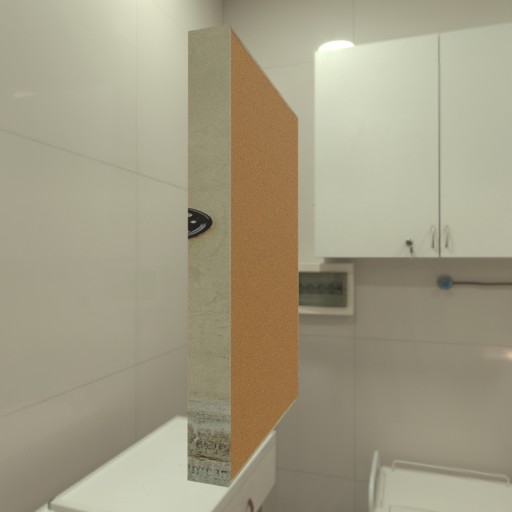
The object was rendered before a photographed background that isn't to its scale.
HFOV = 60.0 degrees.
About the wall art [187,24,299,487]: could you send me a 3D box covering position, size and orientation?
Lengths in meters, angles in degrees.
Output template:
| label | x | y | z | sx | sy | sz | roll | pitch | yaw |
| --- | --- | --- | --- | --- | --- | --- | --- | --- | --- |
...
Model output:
| label | x | y | z | sx | sy | sz | roll | pitch | yaw |
| --- | --- | --- | --- | --- | --- | --- | --- | --- | --- |
| wall art | 0.000 | 0.000 | 0.490 | 0.038 | 0.381 | 0.254 | 0 | -1 | 18 |
